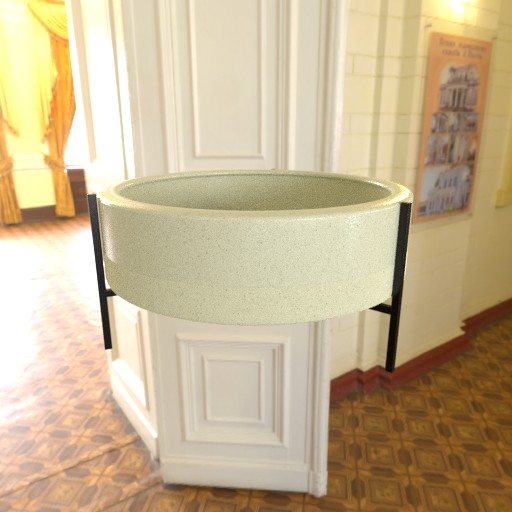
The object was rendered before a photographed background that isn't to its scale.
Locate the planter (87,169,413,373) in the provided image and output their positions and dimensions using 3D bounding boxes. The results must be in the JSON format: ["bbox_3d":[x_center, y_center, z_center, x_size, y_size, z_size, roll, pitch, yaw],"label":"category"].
[{"bbox_3d":[0.000,0.000,0.525,0.336,0.171,0.345,3,17,9],"label":"planter"}]
